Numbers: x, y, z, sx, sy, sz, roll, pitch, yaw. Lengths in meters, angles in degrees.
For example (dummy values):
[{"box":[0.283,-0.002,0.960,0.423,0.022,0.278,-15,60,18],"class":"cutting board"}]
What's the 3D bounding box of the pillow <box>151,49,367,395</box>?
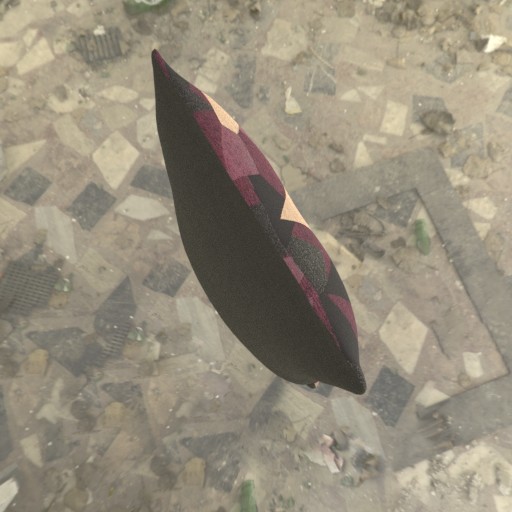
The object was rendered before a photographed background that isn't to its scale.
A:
[{"box":[0.000,0.000,0.745,0.208,0.496,0.503,-29,77,-7],"class":"pillow"}]
